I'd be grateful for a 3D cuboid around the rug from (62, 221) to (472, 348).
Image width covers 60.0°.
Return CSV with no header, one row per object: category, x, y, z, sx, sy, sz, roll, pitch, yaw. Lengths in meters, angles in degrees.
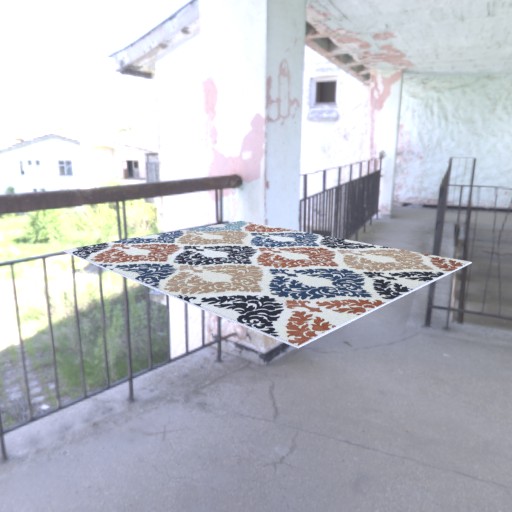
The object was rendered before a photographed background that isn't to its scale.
rug,0.000,0.000,4.174,2.423,0.014,3.040,-14,20,-43
